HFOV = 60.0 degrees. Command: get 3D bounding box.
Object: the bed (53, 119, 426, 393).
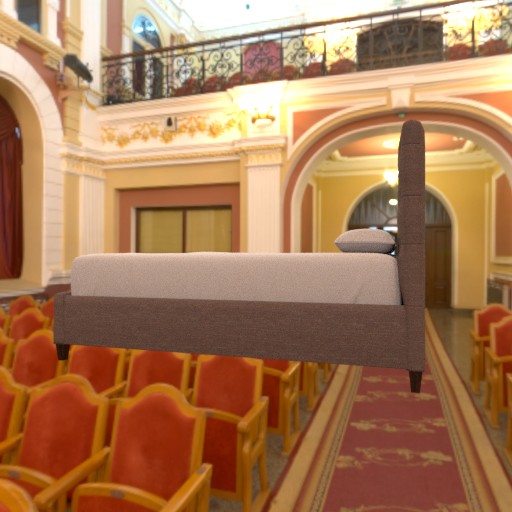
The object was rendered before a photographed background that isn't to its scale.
[{"bbox_3d":[0.000,0.000,3.445,2.387,1.427,1.698,0,0,18],"label":"bed"}]
